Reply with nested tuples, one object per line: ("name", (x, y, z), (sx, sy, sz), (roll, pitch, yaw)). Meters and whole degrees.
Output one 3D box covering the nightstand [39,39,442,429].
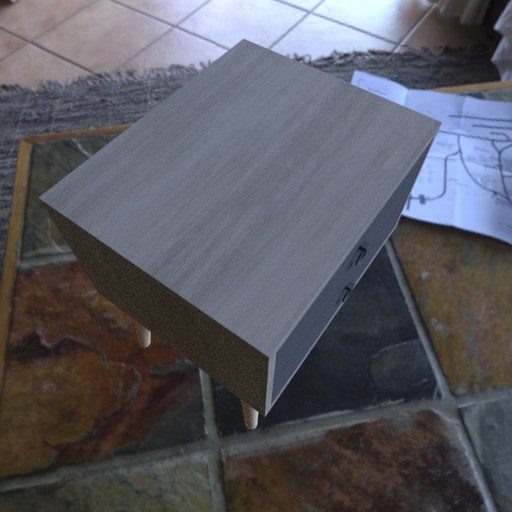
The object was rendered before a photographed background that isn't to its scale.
("nightstand", (0.000, 0.000, 0.830), (0.380, 0.500, 0.450), (31, 62, 19))
